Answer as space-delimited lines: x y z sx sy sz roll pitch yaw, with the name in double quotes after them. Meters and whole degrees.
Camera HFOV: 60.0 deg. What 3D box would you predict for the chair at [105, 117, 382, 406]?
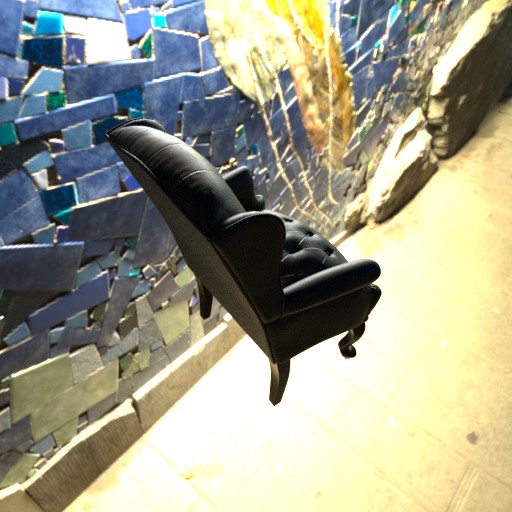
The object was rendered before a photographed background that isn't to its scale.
0.000 0.000 1.722 0.762 1.111 0.838 -25 47 -26 "chair"
